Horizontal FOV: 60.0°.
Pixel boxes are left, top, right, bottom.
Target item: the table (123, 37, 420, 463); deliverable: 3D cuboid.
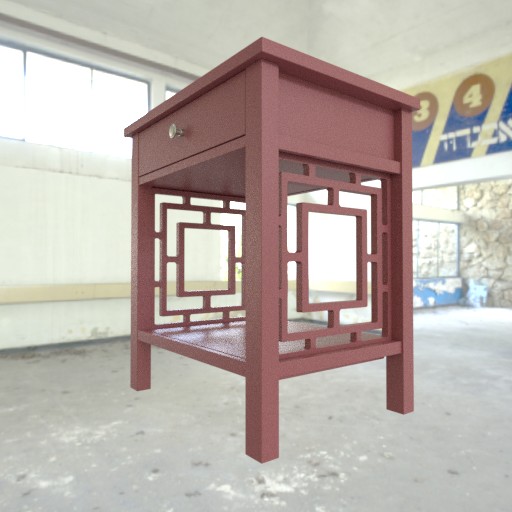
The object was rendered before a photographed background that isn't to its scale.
[{"bbox_3d":[0.000,0.000,1.068,0.451,0.686,0.599,1,-1,-37],"label":"table"}]
